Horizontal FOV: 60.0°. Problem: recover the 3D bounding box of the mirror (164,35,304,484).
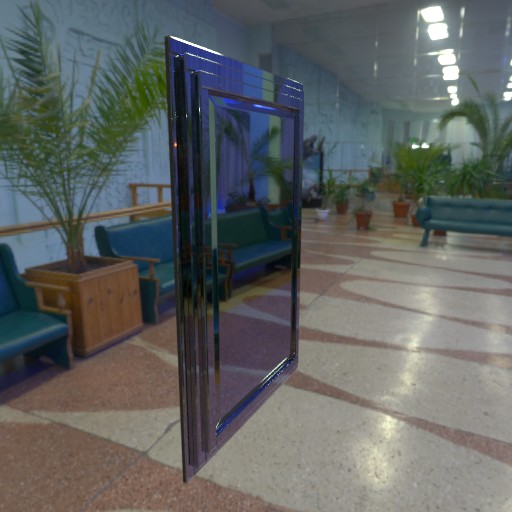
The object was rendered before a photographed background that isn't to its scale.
[{"bbox_3d":[0.000,0.000,1.138,0.039,0.914,0.613,7,14,28],"label":"mirror"}]
